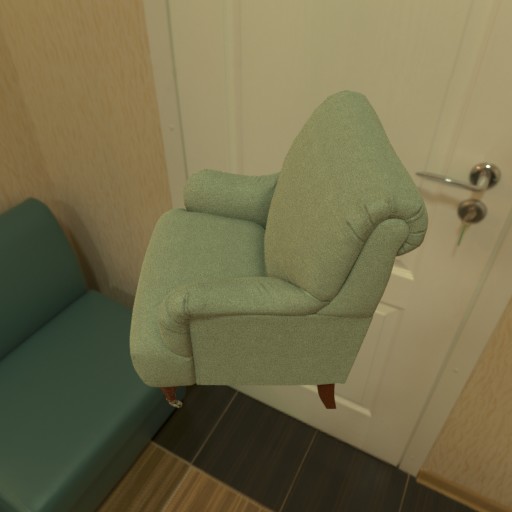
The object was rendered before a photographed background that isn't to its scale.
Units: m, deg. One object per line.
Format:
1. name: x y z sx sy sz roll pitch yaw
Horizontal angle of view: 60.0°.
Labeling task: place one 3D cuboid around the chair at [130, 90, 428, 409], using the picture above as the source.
1. chair: 0.000 0.000 1.987 1.060 1.178 0.964 0 40 -1
